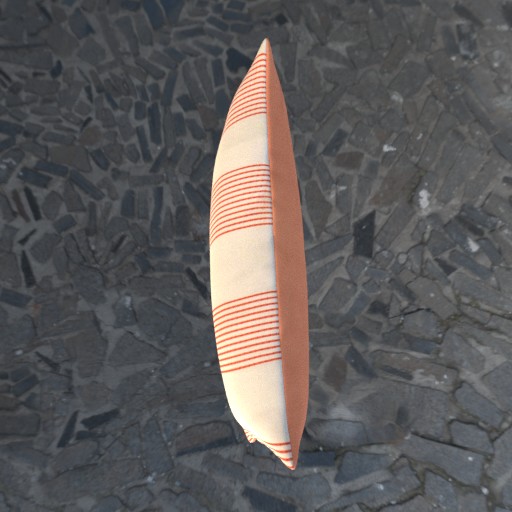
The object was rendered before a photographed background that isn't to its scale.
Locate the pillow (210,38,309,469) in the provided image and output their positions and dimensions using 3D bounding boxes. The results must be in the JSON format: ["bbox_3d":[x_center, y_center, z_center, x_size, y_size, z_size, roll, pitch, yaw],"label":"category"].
[{"bbox_3d":[0.000,0.000,0.734,0.156,0.292,0.608,-3,74,-1],"label":"pillow"}]
